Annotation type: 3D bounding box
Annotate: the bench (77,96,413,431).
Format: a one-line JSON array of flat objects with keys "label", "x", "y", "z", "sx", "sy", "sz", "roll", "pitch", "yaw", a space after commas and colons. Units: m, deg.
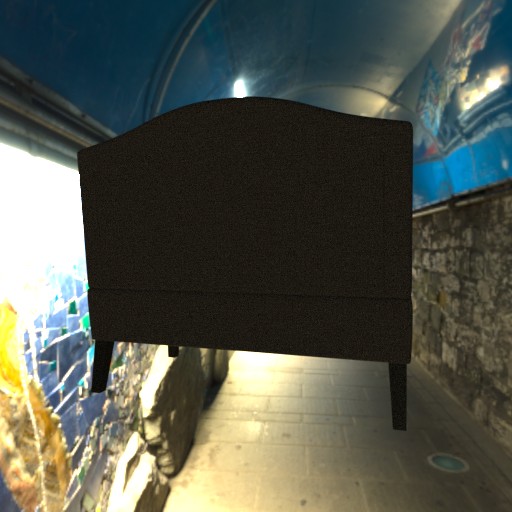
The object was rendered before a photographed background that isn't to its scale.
[{"label": "bench", "x": 0.000, "y": 0.000, "z": 2.010, "sx": 1.335, "sy": 1.180, "sz": 0.815, "roll": 0, "pitch": 1, "yaw": 18}]
